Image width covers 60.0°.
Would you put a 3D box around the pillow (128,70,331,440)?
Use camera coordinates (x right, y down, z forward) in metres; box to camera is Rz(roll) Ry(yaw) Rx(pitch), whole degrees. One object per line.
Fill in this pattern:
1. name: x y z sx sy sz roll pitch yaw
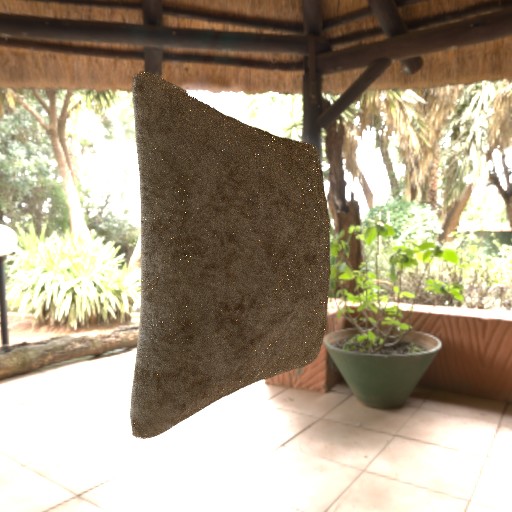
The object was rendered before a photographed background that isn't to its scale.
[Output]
1. pillow: 0.000 0.000 0.815 0.216 0.525 0.538 1 1 35
